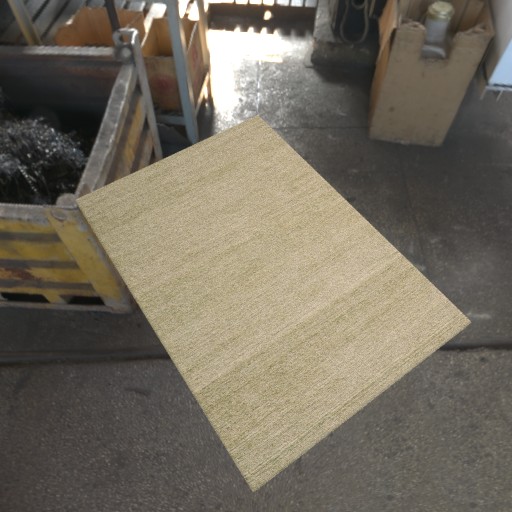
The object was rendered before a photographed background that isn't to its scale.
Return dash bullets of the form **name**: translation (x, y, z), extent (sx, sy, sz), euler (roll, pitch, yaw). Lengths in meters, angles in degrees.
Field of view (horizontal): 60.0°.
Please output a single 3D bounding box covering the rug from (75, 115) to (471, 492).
- **rug**: translation (0.000, 0.000, 5.094), extent (2.782, 0.025, 3.935), euler (-30, 62, -18)
